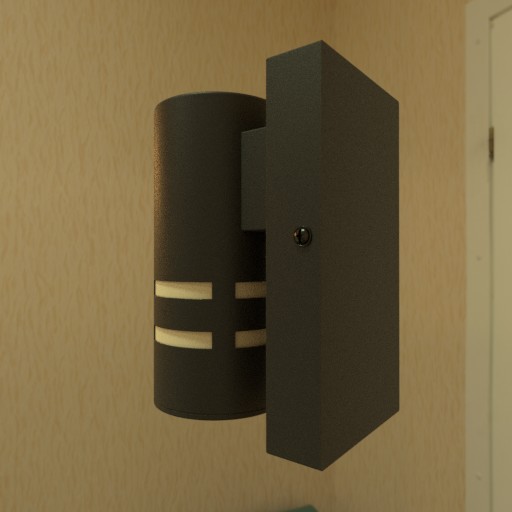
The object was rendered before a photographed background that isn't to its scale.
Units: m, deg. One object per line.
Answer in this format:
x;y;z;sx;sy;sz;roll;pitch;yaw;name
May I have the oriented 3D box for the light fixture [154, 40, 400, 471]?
0.000;0.000;0.261;0.138;0.179;0.098;0;0;37;light fixture
